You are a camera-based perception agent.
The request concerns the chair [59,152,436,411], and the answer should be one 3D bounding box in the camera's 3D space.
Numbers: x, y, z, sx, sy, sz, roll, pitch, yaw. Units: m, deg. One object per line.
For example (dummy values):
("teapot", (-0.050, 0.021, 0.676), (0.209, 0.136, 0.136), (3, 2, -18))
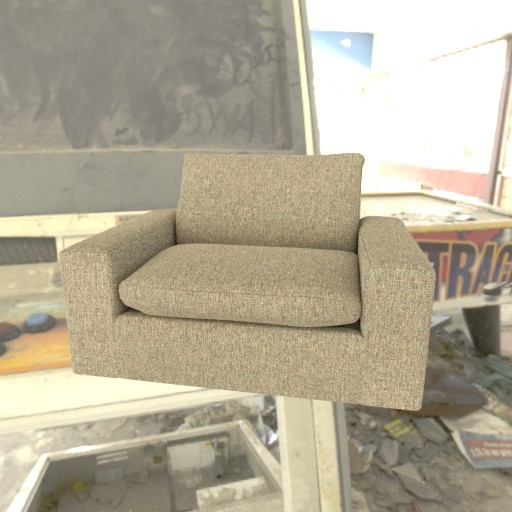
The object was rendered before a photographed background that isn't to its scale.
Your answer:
("chair", (0.000, 0.000, 2.046), (1.398, 0.915, 1.039), (3, 15, 11))
